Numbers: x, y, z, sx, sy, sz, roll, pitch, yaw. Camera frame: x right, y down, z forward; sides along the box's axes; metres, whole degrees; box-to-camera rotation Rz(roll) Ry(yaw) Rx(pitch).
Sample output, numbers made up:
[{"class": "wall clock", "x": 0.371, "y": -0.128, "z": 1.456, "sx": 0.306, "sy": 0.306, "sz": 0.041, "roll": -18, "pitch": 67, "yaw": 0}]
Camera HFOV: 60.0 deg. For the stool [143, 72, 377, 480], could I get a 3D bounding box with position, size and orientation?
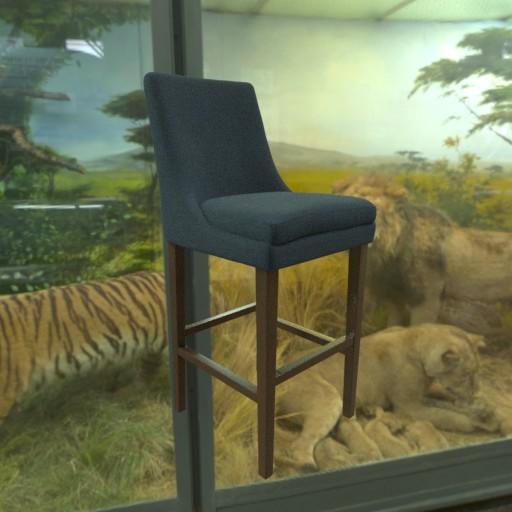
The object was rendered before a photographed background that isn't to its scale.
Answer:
[{"class": "stool", "x": 0.000, "y": 0.000, "z": 1.376, "sx": 0.470, "sy": 1.078, "sz": 0.577, "roll": -14, "pitch": 20, "yaw": -42}]
